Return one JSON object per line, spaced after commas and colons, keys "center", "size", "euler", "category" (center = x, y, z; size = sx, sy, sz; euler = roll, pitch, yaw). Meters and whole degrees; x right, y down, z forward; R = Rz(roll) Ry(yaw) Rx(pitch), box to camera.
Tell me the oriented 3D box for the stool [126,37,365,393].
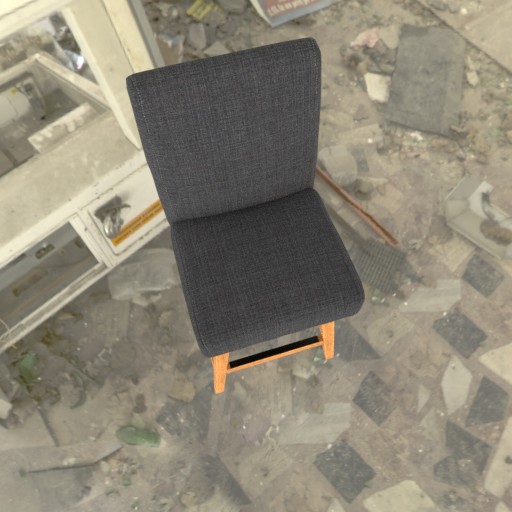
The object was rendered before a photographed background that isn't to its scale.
{"center": [0.000, 0.000, 1.298], "size": [0.459, 1.010, 0.526], "euler": [-15, 65, -7], "category": "stool"}
